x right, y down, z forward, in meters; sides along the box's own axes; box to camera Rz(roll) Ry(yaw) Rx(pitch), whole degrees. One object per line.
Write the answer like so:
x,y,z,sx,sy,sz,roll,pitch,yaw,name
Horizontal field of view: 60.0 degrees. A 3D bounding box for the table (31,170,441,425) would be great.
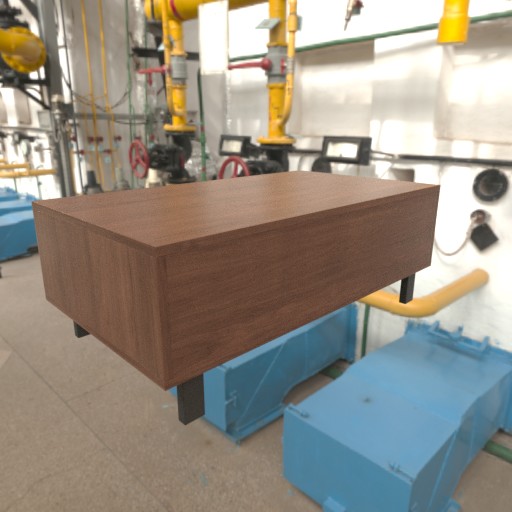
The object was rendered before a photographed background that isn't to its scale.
0.000,0.000,1.307,1.020,0.380,0.600,-16,23,-41,table
